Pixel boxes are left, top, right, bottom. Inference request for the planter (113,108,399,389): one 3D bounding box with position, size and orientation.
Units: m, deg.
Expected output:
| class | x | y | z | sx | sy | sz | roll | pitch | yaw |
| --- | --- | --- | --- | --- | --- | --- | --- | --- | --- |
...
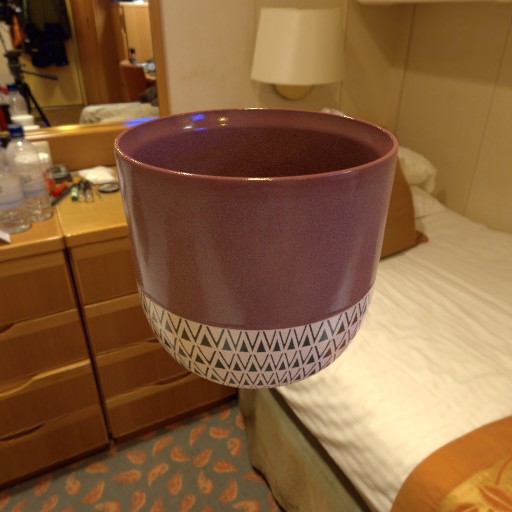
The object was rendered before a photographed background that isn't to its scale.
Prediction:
| class | x | y | z | sx | sy | sz | roll | pitch | yaw |
| --- | --- | --- | --- | --- | --- | --- | --- | --- | --- |
| planter | 0.000 | 0.000 | 0.493 | 0.266 | 0.270 | 0.266 | 0 | 29 | 0 |
